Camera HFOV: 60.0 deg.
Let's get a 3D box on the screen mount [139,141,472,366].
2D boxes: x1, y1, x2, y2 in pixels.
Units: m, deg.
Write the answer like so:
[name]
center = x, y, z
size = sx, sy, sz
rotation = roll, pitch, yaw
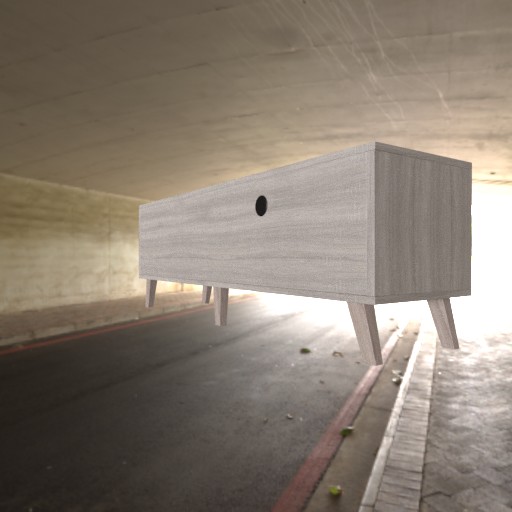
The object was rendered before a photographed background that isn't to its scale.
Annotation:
[screen mount]
center = 0.000, 0.000, 1.714
size = 0.401, 0.509, 1.500
rotation = 0, 0, -35
